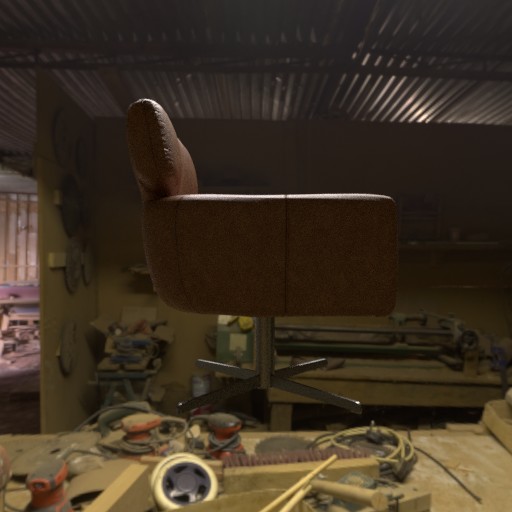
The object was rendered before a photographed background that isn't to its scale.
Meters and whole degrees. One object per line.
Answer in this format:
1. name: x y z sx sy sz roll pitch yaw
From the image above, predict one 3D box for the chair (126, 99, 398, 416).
1. chair: 0.000 0.000 1.371 0.715 0.812 0.706 0 1 -2
